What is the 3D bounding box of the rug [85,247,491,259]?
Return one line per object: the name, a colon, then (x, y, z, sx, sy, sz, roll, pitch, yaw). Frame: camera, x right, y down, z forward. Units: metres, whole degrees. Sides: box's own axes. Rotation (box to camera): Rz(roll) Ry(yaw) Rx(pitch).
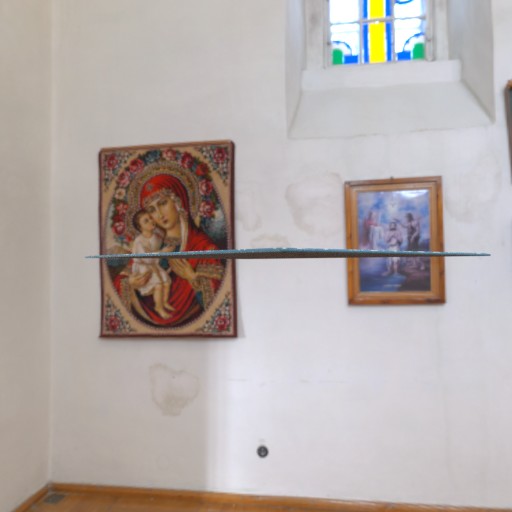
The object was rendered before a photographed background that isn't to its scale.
rug: (0.000, 0.000, 3.473, 1.816, 0.018, 2.746, 1, -1, -37)
